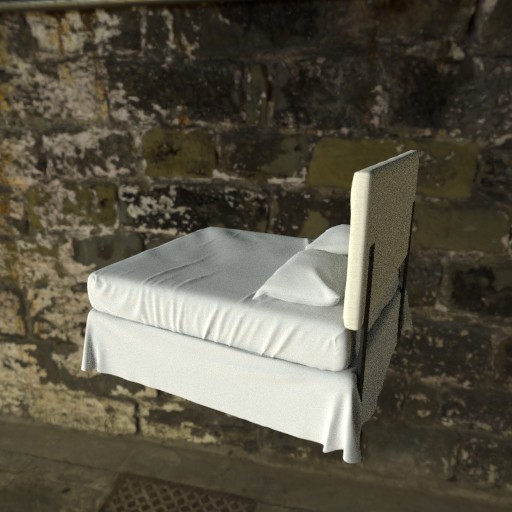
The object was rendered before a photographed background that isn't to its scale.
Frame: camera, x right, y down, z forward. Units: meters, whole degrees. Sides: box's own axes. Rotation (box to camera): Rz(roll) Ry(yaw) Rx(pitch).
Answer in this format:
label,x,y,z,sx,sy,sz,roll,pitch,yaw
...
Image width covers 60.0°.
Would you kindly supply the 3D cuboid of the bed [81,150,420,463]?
label,x,y,z,sx,sy,sz,roll,pitch,yaw
bed,0.000,0.000,3.448,2.222,1.577,1.936,9,19,26
